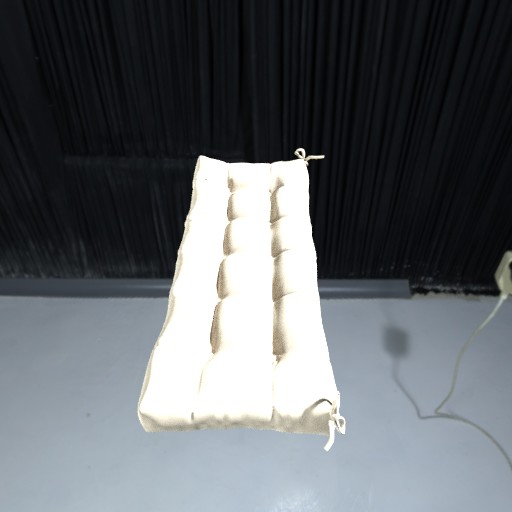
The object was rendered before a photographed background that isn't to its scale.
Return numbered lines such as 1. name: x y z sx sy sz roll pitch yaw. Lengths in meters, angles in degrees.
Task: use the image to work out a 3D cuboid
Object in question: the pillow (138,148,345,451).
1. pillow: 0.000 0.000 1.377 0.511 0.174 1.194 1 41 1
